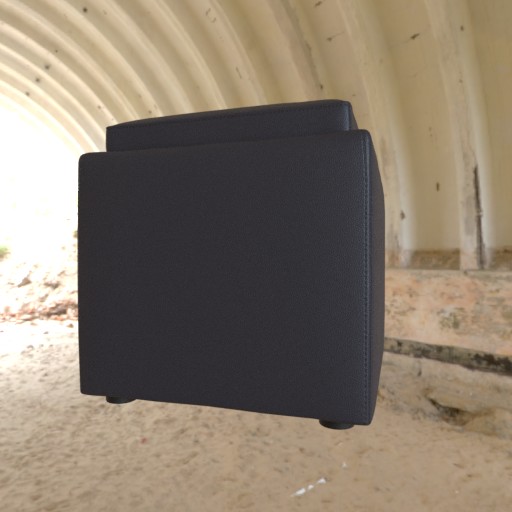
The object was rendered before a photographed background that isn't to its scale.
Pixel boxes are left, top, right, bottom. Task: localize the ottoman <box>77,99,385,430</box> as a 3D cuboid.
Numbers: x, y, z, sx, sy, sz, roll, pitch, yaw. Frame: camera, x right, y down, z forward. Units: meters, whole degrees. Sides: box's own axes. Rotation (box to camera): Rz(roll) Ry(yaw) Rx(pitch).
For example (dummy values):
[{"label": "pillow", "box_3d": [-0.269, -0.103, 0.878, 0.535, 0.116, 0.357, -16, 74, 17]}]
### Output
[{"label": "ottoman", "box_3d": [0.000, 0.000, 0.818, 0.451, 0.460, 0.450, 0, 0, 18]}]
